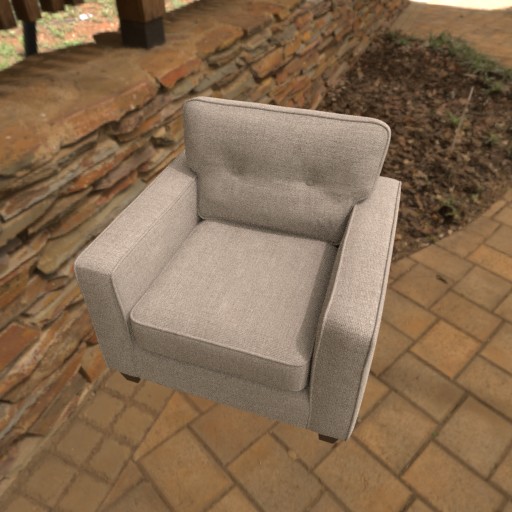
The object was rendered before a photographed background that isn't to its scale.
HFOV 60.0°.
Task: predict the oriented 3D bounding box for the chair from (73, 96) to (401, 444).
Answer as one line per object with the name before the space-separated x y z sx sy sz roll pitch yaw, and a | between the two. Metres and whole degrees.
chair | 0.000 0.000 1.759 1.015 0.965 0.939 12 42 14
